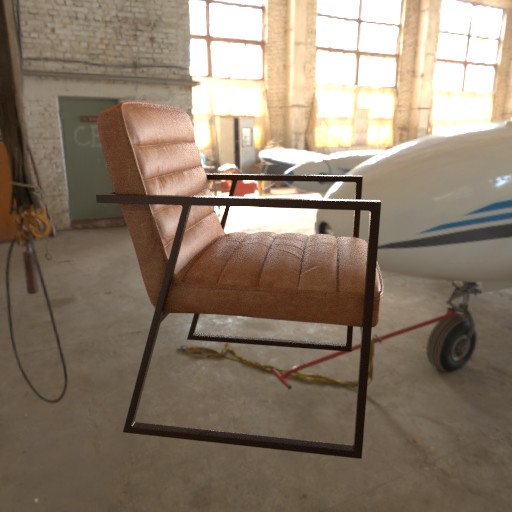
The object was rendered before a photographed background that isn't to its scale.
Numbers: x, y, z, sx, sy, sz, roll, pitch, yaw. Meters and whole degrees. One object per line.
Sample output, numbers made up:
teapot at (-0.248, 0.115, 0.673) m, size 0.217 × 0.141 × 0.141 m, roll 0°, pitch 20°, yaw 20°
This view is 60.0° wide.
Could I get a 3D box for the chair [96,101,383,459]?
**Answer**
chair at (0.000, 0.000, 1.274) m, size 0.677 × 0.832 × 0.571 m, roll 3°, pitch 16°, yaw 9°
